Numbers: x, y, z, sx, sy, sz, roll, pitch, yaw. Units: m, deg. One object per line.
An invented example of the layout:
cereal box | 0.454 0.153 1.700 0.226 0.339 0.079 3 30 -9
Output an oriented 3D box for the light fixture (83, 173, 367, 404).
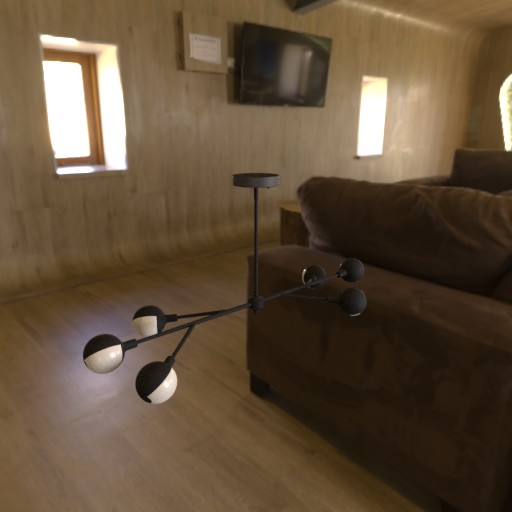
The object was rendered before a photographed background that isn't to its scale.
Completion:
light fixture | 0.000 0.000 1.003 0.778 0.362 0.434 -8 18 -25
